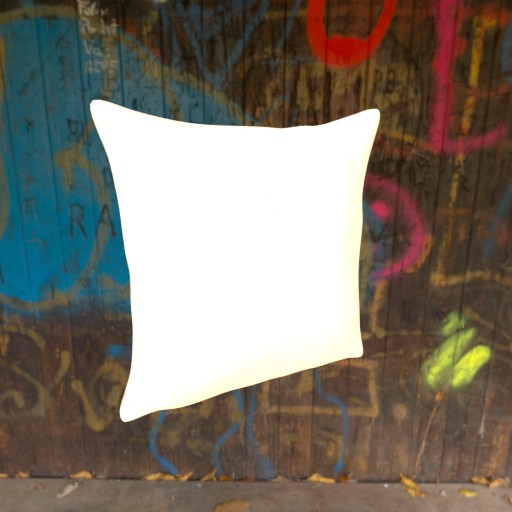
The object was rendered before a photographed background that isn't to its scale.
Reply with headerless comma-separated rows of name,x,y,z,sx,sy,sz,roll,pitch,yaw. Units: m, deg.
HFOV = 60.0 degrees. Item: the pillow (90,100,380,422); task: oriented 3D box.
pillow,0.000,0.000,0.668,0.436,0.432,0.138,-8,17,-26
